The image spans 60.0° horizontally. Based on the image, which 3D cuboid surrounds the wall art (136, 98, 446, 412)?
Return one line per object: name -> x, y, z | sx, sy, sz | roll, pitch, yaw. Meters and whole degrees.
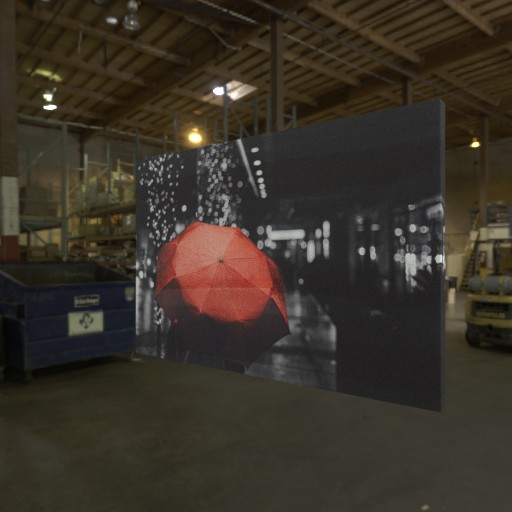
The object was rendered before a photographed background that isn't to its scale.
wall art -> 0.000, 0.000, 1.142 | 0.914, 0.609, 0.038 | 0, 0, 36
